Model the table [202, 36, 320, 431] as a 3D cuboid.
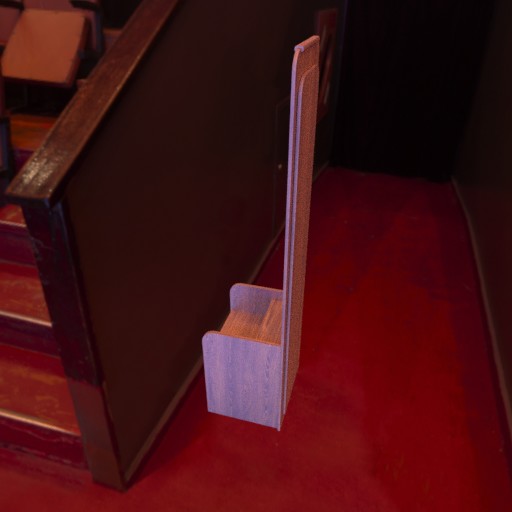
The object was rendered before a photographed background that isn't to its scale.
[{"bbox_3d":[0.000,0.000,2.068,0.420,1.830,0.450,9,33,14],"label":"table"}]
